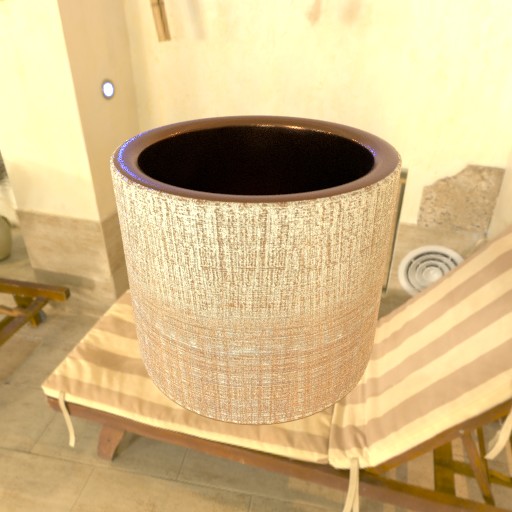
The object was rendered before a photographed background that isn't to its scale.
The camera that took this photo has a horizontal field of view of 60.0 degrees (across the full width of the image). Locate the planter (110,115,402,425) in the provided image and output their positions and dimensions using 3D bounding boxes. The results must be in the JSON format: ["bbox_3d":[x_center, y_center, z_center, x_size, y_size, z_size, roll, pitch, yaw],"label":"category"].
[{"bbox_3d":[0.000,0.000,0.192,0.109,0.096,0.109,0,30,0],"label":"planter"}]
